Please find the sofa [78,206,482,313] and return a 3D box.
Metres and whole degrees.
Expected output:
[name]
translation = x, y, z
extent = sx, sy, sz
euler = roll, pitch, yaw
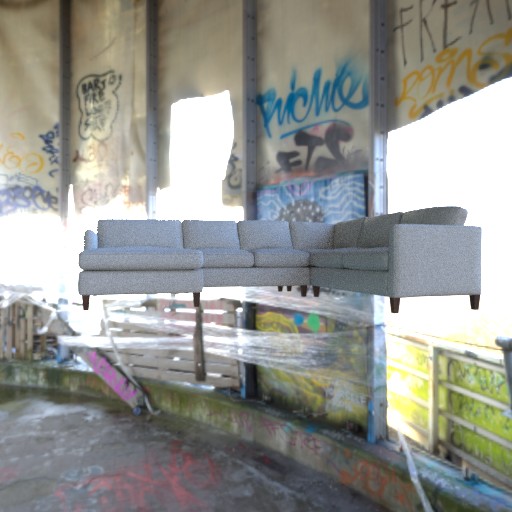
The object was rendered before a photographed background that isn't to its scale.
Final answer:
[sofa]
translation = 0.000, 0.000, 4.625
extent = 3.460, 0.959, 2.593
euler = 0, 0, -17
